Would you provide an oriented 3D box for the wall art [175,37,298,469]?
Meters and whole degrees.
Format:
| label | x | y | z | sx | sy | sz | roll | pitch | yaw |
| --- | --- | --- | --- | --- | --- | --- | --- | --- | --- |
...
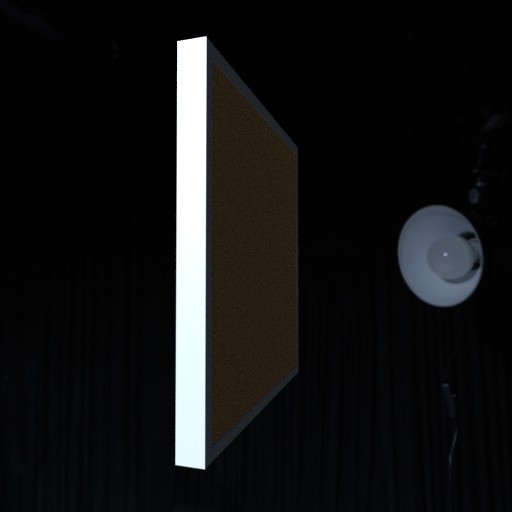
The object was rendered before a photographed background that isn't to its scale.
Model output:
| label | x | y | z | sx | sy | sz | roll | pitch | yaw |
| --- | --- | --- | --- | --- | --- | --- | --- | --- | --- |
| wall art | 0.000 | 0.000 | 0.764 | 0.038 | 0.506 | 0.506 | -1 | -2 | 18 |
